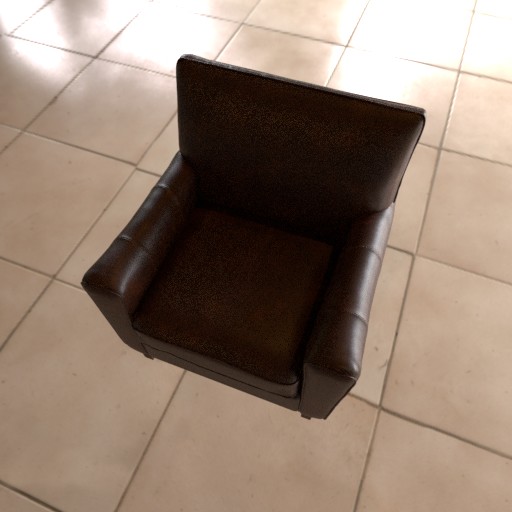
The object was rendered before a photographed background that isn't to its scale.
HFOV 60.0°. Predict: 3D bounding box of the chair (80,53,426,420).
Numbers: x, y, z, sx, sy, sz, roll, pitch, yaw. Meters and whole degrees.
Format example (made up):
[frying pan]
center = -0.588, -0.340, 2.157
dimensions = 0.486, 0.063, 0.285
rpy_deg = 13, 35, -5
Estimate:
[chair]
center = 0.000, 0.000, 1.586
dimensions = 0.870, 0.943, 0.823
rpy_deg = 18, 59, 11
